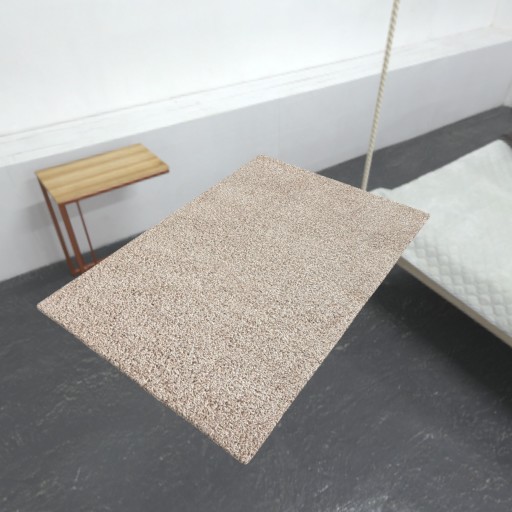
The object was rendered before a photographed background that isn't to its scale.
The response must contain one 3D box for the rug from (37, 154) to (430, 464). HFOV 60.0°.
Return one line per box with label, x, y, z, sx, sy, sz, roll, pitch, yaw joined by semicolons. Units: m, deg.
rug;0.000;0.000;2.312;1.219;0.030;1.778;26;48;26
